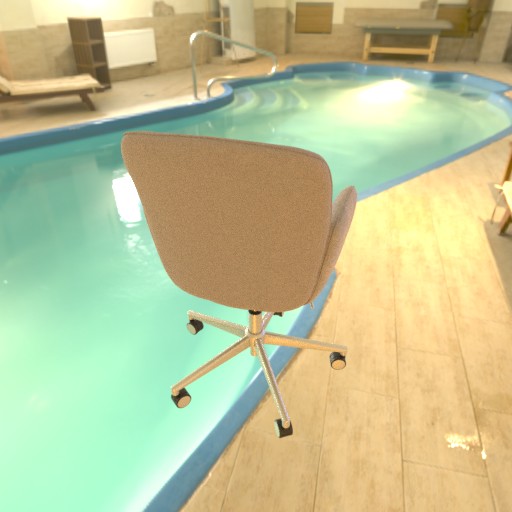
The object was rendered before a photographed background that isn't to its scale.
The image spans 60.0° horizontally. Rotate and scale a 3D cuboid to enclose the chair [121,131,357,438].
[{"bbox_3d":[0.000,0.000,1.413,0.648,0.959,0.654,10,34,16],"label":"chair"}]
